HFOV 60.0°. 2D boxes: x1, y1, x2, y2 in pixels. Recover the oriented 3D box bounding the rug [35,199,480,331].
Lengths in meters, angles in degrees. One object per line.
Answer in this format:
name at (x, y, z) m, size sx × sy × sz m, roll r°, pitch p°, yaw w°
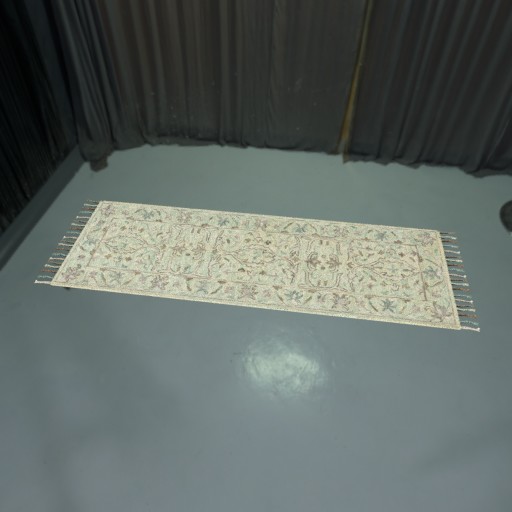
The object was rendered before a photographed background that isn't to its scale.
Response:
rug at (0.000, 0.000, 2.663) m, size 2.440 × 0.013 × 0.769 m, roll 6°, pitch 46°, yaw 5°
